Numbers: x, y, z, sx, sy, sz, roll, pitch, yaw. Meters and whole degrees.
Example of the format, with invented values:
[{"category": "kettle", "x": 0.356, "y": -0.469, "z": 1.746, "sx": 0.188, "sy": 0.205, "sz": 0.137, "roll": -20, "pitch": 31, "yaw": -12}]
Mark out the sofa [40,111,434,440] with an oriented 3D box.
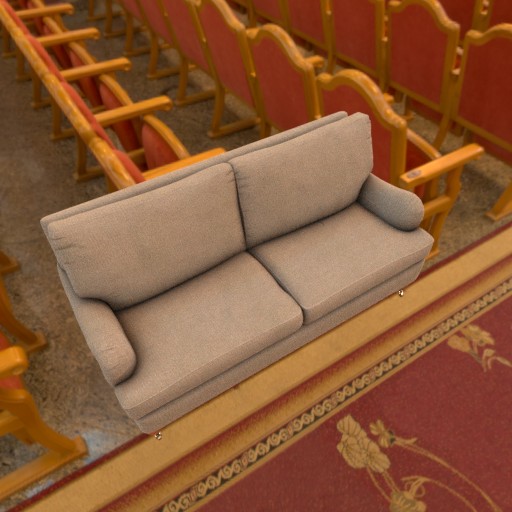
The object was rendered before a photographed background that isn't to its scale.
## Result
[{"category": "sofa", "x": 0.000, "y": 0.000, "z": 2.795, "sx": 2.193, "sy": 1.096, "sz": 1.069, "roll": -25, "pitch": 52, "yaw": -21}]
